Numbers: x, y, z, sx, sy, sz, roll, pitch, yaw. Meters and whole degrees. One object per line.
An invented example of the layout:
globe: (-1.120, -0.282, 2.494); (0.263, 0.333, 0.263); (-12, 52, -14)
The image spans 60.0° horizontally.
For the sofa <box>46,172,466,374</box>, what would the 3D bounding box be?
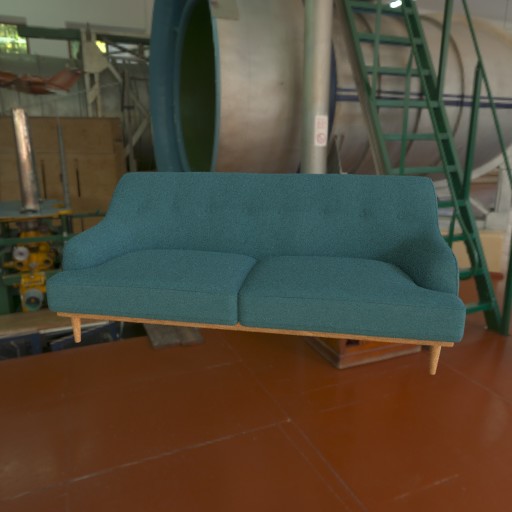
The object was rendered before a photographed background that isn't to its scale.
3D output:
sofa: (0.000, 0.000, 2.524); (2.057, 0.871, 0.978); (3, 15, 10)
